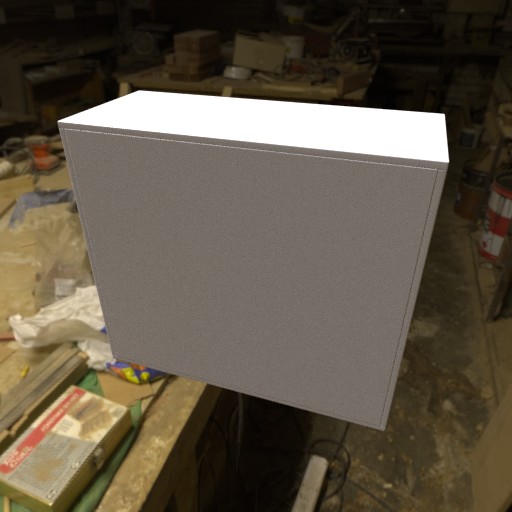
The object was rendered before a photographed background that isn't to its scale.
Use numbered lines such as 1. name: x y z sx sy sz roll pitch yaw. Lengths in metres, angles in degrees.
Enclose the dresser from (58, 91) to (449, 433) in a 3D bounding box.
1. dresser: 0.000 0.000 1.624 1.100 1.000 0.460 10 33 16
